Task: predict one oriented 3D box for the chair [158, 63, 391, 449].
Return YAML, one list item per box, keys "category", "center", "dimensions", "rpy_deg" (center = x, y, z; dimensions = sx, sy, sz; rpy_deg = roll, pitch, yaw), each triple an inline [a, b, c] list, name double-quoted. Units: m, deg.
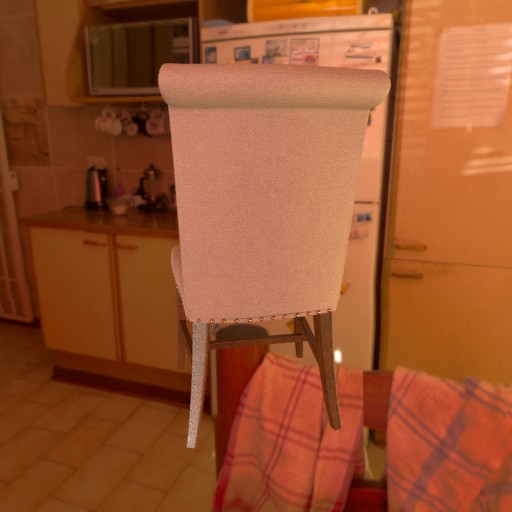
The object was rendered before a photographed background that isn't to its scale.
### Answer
- category: "chair"
  center: [0.000, 0.000, 1.326]
  dimensions: [0.513, 0.988, 0.608]
  rpy_deg: [-3, 15, -11]
